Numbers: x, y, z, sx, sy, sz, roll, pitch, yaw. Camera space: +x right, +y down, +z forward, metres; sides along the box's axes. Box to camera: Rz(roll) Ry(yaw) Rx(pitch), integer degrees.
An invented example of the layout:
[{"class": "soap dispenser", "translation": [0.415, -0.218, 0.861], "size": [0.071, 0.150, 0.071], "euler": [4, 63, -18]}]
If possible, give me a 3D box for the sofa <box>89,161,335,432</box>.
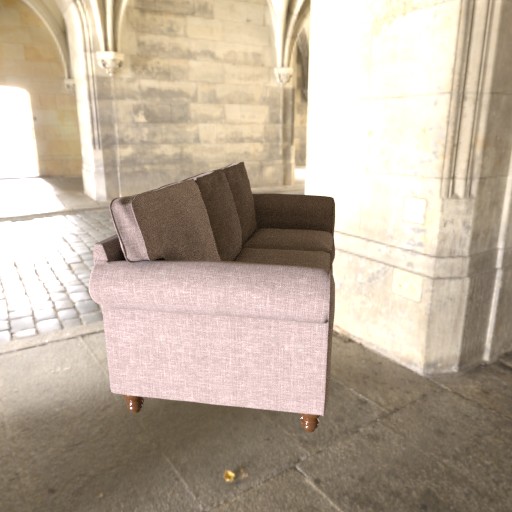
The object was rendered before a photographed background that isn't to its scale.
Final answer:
[{"class": "sofa", "translation": [0.000, 0.000, 2.582], "size": [0.916, 0.961, 2.084], "euler": [3, 16, 9]}]
